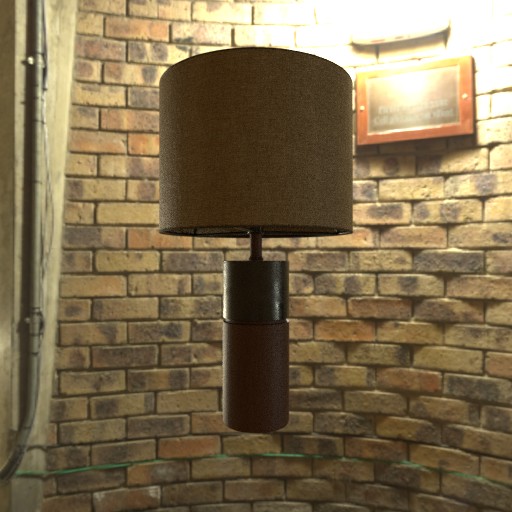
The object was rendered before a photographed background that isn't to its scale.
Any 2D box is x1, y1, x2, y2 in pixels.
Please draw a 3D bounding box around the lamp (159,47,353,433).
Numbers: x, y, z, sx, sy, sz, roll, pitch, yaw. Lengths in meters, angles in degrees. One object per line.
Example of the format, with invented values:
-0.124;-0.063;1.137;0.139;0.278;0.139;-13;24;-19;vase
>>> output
0.000;0.000;0.471;0.202;0.350;0.202;0;0;0;lamp
